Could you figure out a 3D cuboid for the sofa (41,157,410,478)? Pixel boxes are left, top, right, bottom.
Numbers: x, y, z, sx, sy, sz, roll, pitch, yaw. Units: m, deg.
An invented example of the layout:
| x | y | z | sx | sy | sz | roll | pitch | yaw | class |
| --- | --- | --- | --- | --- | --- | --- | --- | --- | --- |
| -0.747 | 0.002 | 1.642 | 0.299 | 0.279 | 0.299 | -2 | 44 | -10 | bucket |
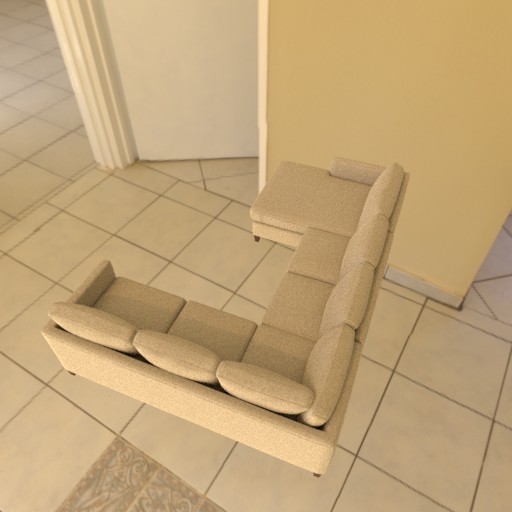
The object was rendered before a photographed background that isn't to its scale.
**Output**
| x | y | z | sx | sy | sz | roll | pitch | yaw | class |
| --- | --- | --- | --- | --- | --- | --- | --- | --- | --- |
| 0.000 | 0.000 | 4.662 | 2.593 | 0.959 | 3.460 | 16 | 49 | 15 | sofa |
